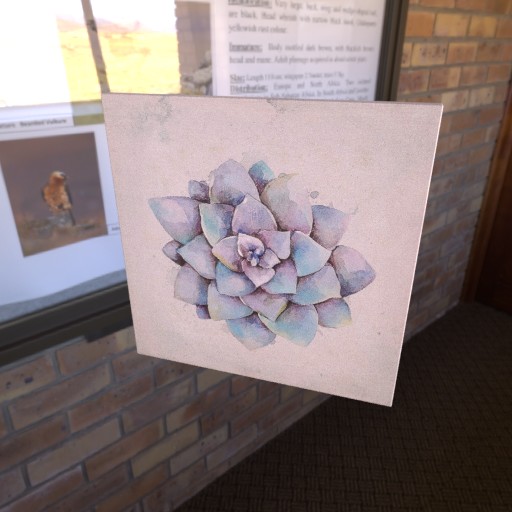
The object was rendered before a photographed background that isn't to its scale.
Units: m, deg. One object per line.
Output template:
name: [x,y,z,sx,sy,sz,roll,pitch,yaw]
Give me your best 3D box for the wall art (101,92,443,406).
wall art: [0.000,0.000,1.129,0.762,0.762,0.038,8,26,16]
